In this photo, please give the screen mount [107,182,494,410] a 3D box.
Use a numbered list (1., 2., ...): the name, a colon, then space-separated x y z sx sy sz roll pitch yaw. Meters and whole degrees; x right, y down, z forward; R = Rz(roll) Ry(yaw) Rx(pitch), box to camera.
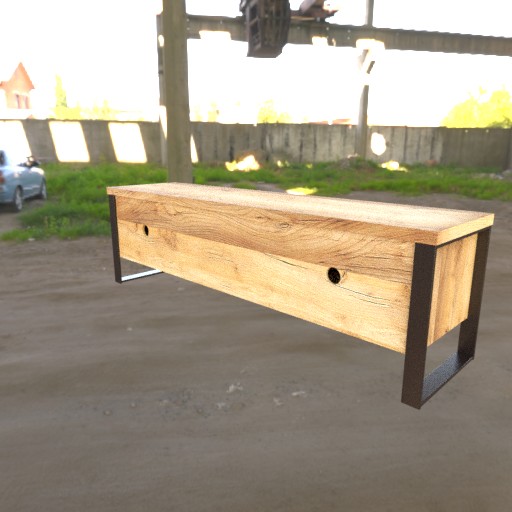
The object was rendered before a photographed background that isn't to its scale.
1. screen mount: 0.000 0.000 1.694 1.524 0.450 0.395 13 19 43
